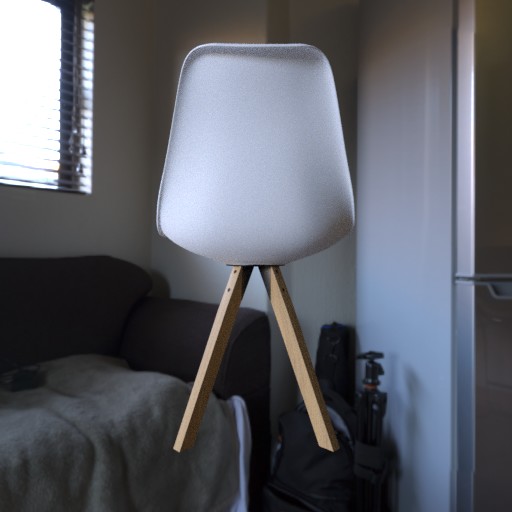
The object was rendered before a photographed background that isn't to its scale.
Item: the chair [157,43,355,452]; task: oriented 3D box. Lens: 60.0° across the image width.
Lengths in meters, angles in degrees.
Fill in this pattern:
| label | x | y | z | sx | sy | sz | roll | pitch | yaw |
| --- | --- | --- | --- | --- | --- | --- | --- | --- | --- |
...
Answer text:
| label | x | y | z | sx | sy | sz | roll | pitch | yaw |
| --- | --- | --- | --- | --- | --- | --- | --- | --- | --- |
| chair | 0.000 | 0.000 | 1.141 | 0.485 | 0.849 | 0.550 | 0 | 1 | -1 |
